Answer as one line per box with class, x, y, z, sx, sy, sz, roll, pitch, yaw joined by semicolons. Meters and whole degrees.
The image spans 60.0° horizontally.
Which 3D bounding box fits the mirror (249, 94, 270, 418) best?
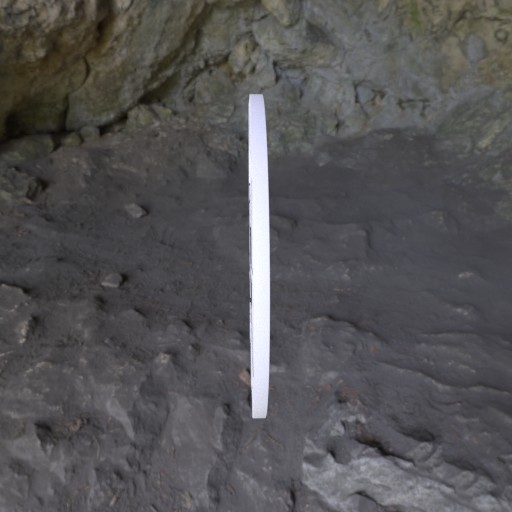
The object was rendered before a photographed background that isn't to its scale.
mirror;0.000;0.000;1.333;0.038;0.914;0.914;-1;26;-1
